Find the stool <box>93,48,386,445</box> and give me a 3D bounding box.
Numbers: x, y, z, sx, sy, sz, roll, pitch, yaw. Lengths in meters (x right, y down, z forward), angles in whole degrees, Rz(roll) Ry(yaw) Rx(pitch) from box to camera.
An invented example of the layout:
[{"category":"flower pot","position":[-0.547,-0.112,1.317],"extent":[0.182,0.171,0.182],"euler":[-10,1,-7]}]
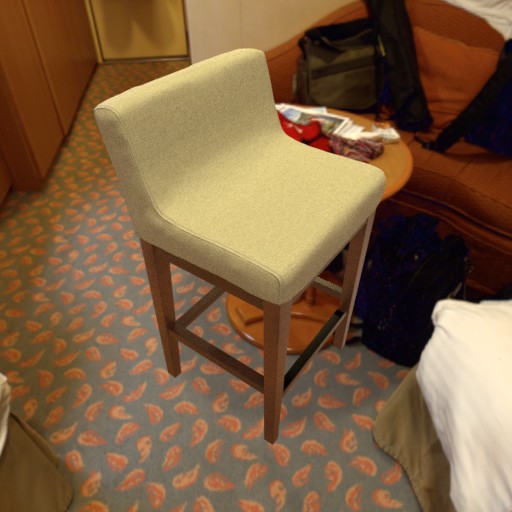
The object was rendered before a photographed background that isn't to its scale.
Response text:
[{"category":"stool","position":[0.000,0.000,1.244],"extent":[0.500,0.937,0.511],"euler":[25,46,27]}]
